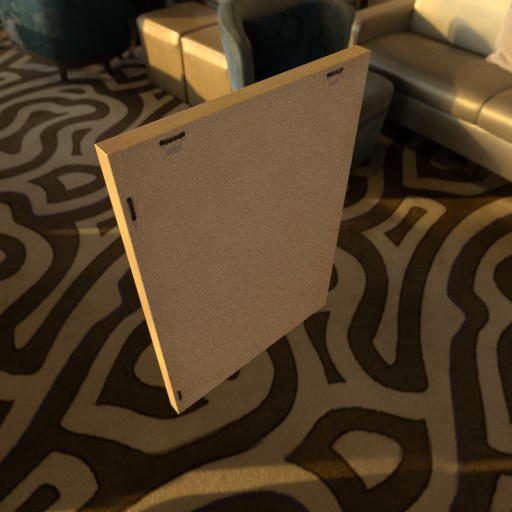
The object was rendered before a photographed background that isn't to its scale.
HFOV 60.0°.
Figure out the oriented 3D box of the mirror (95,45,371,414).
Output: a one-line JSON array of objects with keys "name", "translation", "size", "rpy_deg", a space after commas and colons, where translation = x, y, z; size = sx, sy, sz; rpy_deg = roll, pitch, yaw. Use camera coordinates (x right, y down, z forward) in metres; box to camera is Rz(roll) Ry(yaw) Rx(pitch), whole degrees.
[{"name": "mirror", "translation": [0.000, 0.000, 0.920], "size": [0.507, 0.710, 0.039], "rpy_deg": [-32, 53, -27]}]
